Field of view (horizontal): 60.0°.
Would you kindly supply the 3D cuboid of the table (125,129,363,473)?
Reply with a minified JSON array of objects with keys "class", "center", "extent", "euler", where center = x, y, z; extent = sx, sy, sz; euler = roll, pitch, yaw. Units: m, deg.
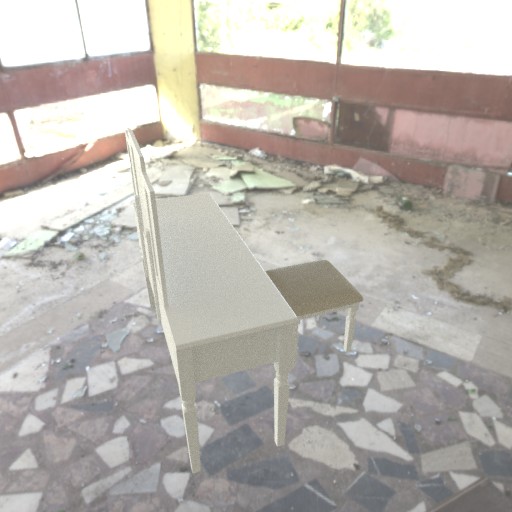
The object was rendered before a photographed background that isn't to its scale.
[{"class":"table","center":[0.000,0.000,2.327],"extent":[1.115,1.310,1.369],"euler":[-10,32,-17]}]
